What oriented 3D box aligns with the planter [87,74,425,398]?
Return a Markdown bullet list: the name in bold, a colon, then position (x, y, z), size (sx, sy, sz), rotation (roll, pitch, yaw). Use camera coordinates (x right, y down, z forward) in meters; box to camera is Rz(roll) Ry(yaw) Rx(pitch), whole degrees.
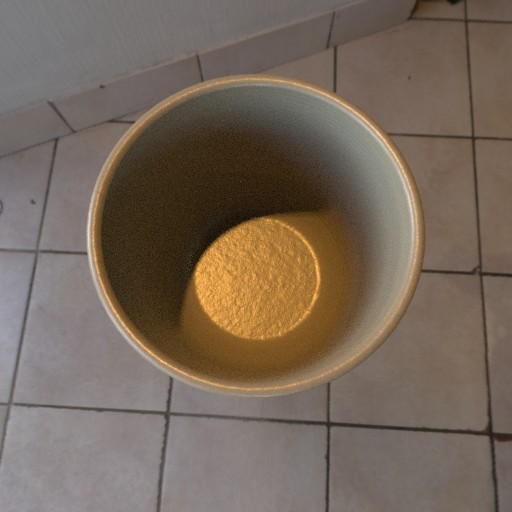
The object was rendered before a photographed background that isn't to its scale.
- **planter**: position (0.000, 0.000, 0.214), size (0.124, 0.109, 0.124), rotation (0, 76, 0)
